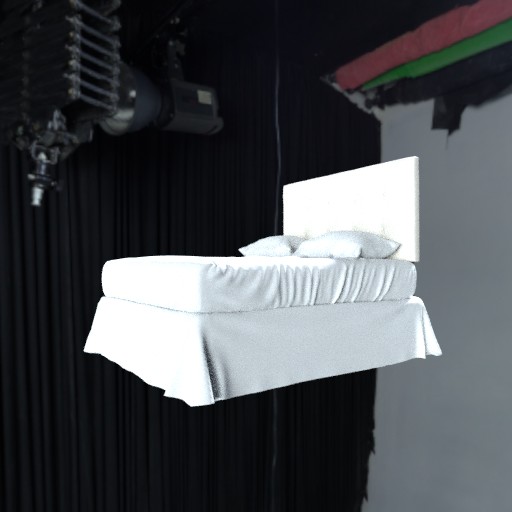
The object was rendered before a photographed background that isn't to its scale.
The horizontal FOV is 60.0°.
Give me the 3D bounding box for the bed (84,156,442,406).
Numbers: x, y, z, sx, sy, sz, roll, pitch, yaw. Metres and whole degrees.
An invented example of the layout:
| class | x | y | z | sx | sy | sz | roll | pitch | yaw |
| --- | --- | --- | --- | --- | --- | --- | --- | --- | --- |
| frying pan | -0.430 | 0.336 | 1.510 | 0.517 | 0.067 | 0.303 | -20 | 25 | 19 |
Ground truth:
| class | x | y | z | sx | sy | sz | roll | pitch | yaw |
| --- | --- | --- | --- | --- | --- | --- | --- | --- | --- |
| bed | 0.000 | 0.000 | 3.564 | 2.222 | 1.577 | 1.936 | 1 | -1 | -36 |
